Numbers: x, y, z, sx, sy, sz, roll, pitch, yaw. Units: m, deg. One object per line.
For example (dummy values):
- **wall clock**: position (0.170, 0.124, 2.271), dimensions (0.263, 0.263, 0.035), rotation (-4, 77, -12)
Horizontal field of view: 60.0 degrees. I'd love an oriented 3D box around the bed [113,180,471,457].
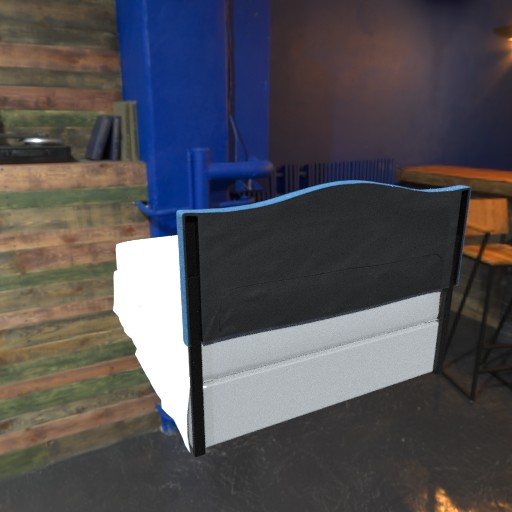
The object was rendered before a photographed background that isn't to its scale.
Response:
- **bed**: position (0.000, 0.000, 2.909), dimensions (1.610, 1.169, 1.872), rotation (-8, 18, -26)
